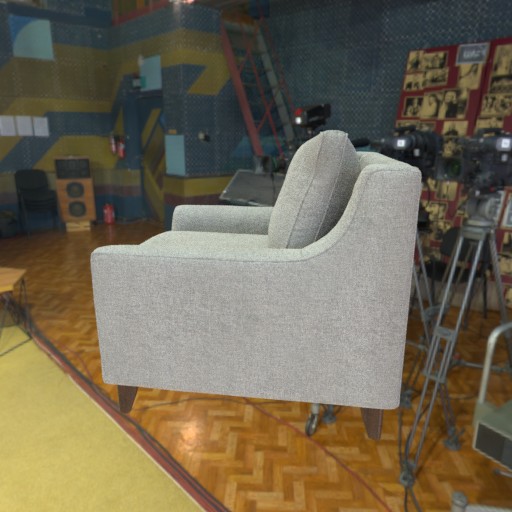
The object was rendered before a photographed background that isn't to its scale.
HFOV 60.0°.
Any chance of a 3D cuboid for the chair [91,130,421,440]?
[{"bbox_3d":[0.000,0.000,1.586,0.918,0.864,0.838,2,16,8],"label":"chair"}]
